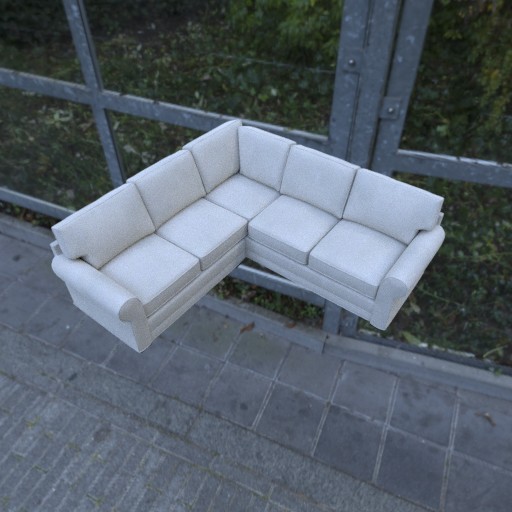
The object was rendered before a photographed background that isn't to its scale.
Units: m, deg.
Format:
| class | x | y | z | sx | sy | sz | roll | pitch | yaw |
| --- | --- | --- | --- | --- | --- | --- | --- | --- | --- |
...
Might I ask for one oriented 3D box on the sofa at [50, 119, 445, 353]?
| class | x | y | z | sx | sy | sz | roll | pitch | yaw |
| --- | --- | --- | --- | --- | --- | --- | --- | --- | --- |
| sofa | 0.000 | 0.000 | 3.968 | 2.569 | 1.054 | 2.487 | 27 | 50 | 26 |
